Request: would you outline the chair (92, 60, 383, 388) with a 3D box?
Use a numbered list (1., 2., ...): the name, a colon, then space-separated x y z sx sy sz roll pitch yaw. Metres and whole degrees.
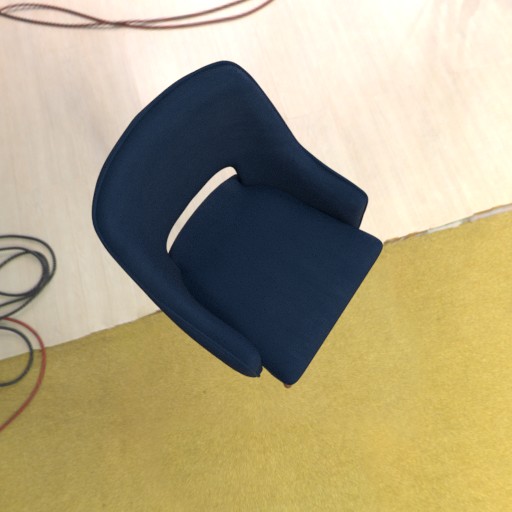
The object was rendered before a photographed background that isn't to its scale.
1. chair: 0.000 0.000 1.208 0.591 0.844 0.559 34 77 9
